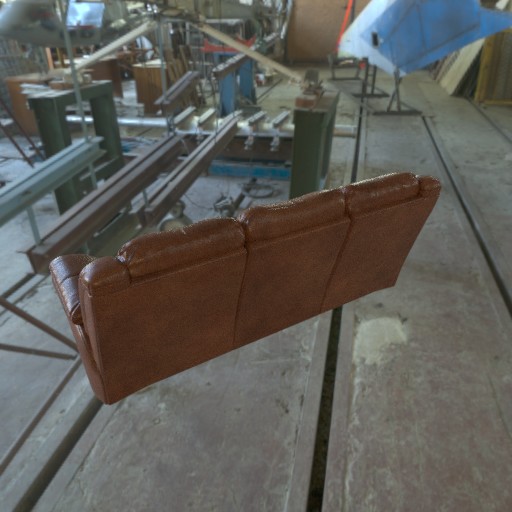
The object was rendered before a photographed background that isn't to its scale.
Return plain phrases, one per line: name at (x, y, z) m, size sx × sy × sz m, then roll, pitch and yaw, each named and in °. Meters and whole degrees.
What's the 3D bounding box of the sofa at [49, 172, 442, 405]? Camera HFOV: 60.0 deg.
sofa at (0.000, 0.000, 2.856) m, size 2.337 × 1.043 × 0.991 m, roll -17°, pitch 33°, yaw -28°
